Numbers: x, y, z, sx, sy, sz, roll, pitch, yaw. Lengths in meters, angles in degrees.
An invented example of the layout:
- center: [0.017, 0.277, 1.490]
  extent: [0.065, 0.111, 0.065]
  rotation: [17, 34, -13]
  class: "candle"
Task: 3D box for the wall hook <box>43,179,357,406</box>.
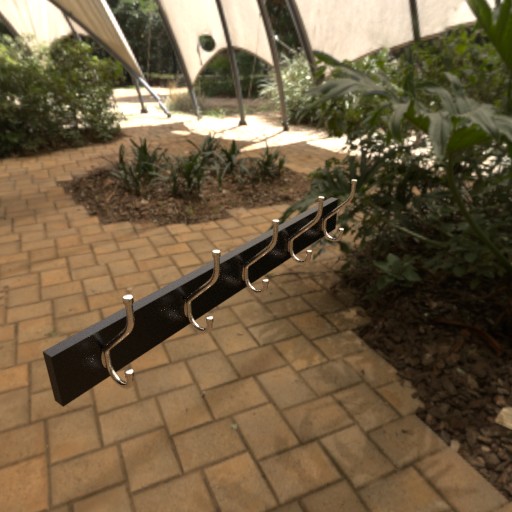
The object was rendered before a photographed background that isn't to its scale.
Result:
- center: [0.000, 0.000, 0.599]
  extent: [0.071, 0.117, 0.571]
  rotation: [17, 30, 32]
  class: "wall hook"
